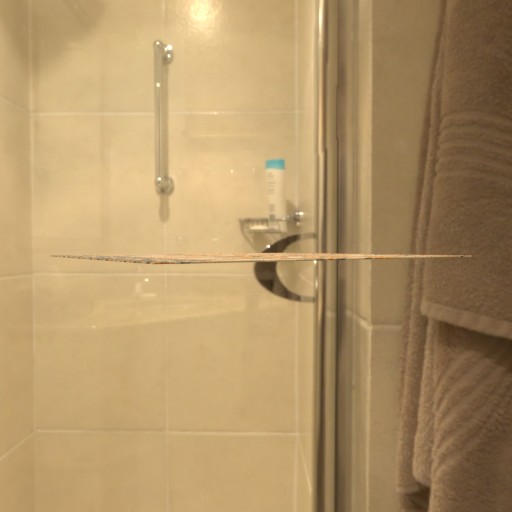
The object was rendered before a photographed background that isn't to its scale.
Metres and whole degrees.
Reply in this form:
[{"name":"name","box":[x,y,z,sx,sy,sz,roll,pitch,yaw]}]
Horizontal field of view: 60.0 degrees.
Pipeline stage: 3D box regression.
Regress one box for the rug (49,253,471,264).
[{"name":"rug","box":[0.000,0.000,4.078,3.048,0.010,2.439,-1,1,-36]}]
